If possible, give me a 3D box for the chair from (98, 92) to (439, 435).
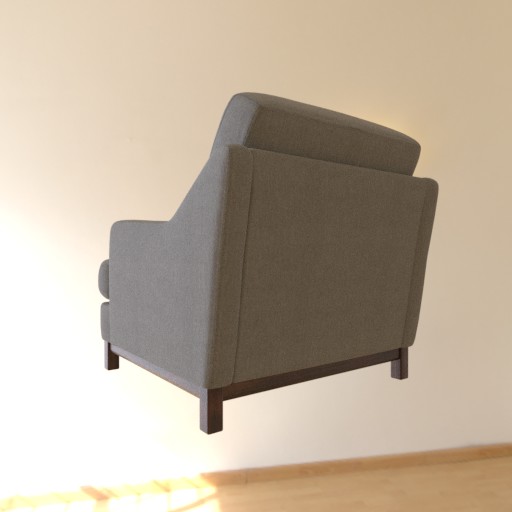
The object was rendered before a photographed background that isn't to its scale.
[{"bbox_3d":[0.000,0.000,1.521,0.826,0.821,0.892,0,1,-37],"label":"chair"}]
